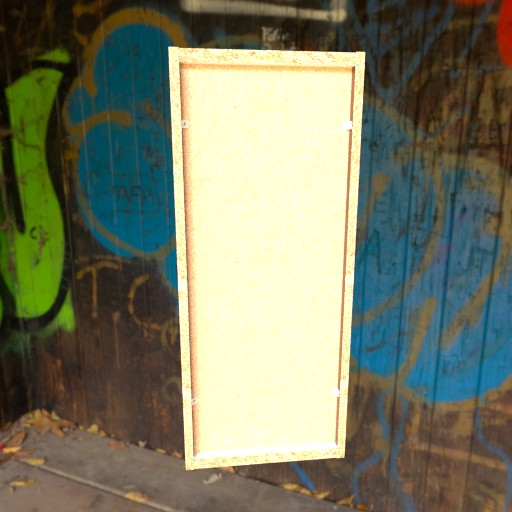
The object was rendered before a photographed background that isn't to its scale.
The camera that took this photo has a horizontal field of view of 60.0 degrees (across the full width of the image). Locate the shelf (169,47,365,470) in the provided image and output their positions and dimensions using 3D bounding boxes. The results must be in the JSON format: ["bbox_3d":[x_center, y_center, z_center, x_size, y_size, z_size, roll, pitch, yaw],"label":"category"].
[{"bbox_3d":[0.000,0.000,0.766,0.253,0.600,0.290,-2,13,-6],"label":"shelf"}]
